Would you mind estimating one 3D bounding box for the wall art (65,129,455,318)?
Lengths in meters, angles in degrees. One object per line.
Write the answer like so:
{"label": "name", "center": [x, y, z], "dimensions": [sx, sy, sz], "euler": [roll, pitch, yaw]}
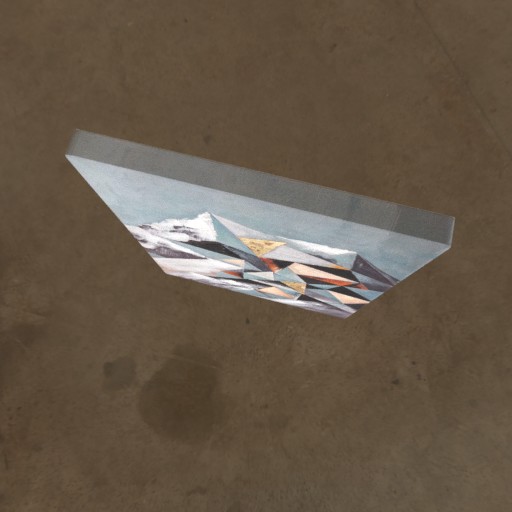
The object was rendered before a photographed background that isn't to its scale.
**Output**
{"label": "wall art", "center": [0.000, 0.000, 0.801], "dimensions": [0.455, 0.613, 0.037], "euler": [14, 75, 4]}
